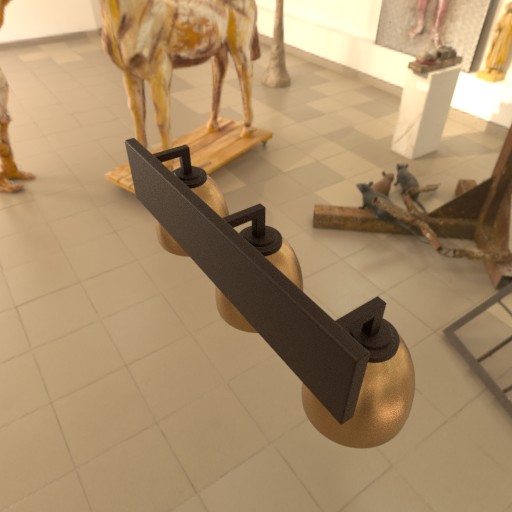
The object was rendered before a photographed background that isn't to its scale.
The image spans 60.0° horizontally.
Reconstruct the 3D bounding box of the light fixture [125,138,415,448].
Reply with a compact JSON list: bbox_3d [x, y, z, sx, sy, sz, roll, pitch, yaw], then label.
[{"bbox_3d":[0.000,0.000,0.667,0.157,0.204,0.582,-24,46,-26],"label":"light fixture"}]
